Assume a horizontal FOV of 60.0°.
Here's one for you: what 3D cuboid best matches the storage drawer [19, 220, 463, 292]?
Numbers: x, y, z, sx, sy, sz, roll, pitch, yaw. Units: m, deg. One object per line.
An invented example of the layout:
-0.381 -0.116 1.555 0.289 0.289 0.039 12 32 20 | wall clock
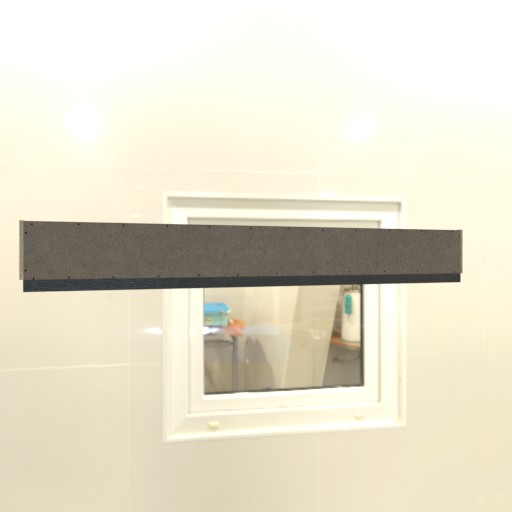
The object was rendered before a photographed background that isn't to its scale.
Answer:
0.000 0.000 2.276 2.072 0.274 0.591 0 0 -18 | storage drawer
